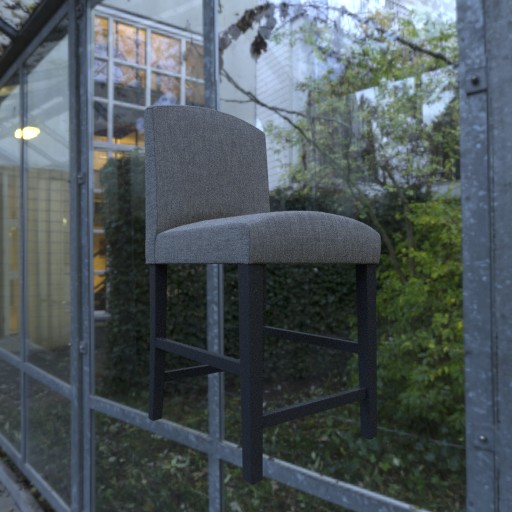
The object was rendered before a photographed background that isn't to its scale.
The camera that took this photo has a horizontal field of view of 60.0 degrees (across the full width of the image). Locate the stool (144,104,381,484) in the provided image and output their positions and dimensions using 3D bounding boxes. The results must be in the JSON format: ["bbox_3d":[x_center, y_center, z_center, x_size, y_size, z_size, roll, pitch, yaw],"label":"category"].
[{"bbox_3d":[0.000,0.000,1.252,0.451,0.966,0.552,1,-1,-38],"label":"stool"}]
